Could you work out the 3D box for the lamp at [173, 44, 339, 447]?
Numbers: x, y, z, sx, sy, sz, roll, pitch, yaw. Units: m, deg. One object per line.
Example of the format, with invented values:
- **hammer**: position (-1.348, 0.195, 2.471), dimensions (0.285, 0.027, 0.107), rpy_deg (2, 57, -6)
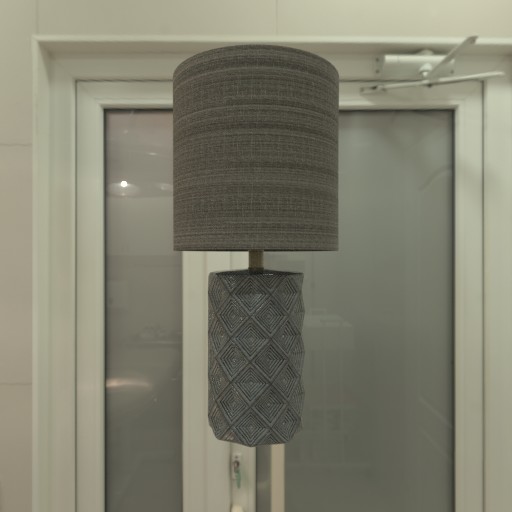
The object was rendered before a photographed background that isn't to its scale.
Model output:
- **lamp**: position (0.000, 0.000, 0.727), dimensions (0.269, 0.566, 0.268), rpy_deg (0, 0, 0)
